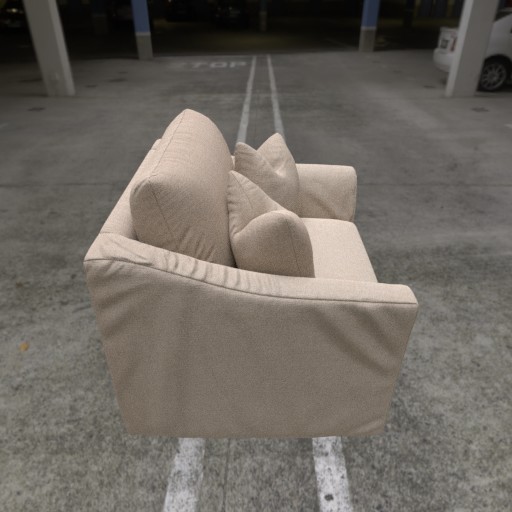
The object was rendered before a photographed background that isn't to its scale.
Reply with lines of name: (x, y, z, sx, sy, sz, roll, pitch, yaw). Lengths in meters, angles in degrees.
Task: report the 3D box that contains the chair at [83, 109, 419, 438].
chair: (0.000, 0.000, 2.001, 1.071, 1.093, 1.194, 0, 33, 0)
